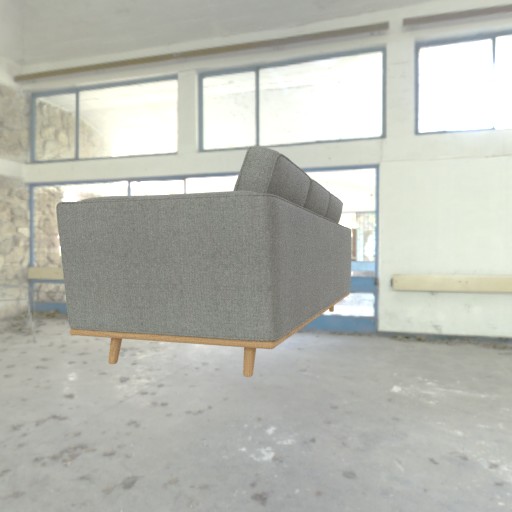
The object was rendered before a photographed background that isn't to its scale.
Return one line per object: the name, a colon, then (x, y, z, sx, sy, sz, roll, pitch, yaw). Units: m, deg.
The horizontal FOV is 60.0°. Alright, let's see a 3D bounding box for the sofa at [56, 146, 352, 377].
sofa: (0.000, 0.000, 2.705, 0.903, 0.899, 2.362, 0, 0, 19)
